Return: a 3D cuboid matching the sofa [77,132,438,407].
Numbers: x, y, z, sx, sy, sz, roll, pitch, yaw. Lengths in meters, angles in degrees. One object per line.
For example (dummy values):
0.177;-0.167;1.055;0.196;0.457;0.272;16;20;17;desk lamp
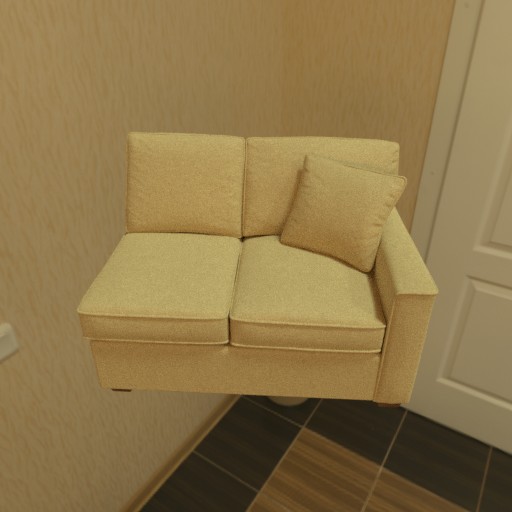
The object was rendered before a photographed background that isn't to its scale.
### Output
0.000;0.000;2.110;1.388;0.989;0.991;2;30;3;sofa
